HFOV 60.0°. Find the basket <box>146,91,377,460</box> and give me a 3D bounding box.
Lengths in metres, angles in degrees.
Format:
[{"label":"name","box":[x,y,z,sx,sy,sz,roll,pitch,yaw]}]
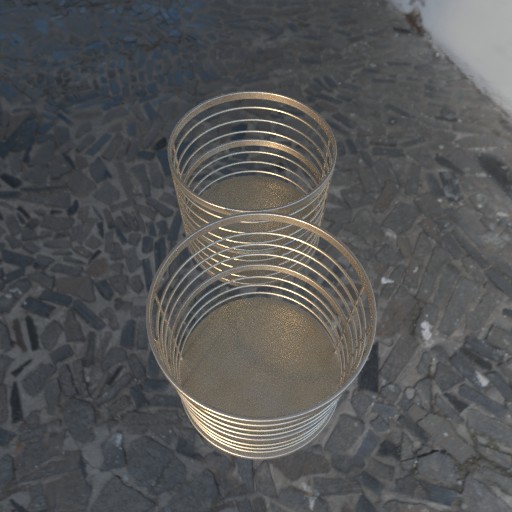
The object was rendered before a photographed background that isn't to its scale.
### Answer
[{"label":"basket","box":[0.000,0.000,0.939,0.356,0.351,0.746,-2,58,-1]}]
